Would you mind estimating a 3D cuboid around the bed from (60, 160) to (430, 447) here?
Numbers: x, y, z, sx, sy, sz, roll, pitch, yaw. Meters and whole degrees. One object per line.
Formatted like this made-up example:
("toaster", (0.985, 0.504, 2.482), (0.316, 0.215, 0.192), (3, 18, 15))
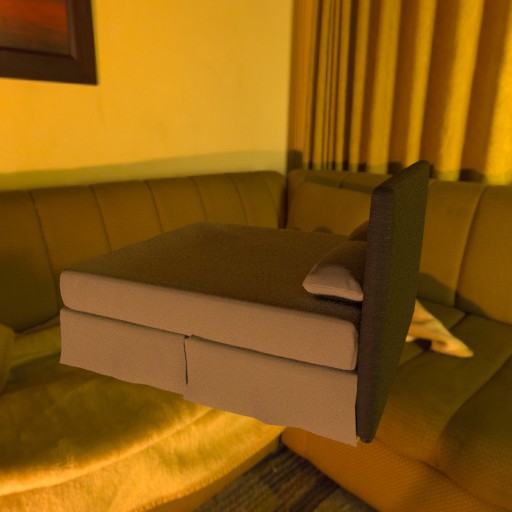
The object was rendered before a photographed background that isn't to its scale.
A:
("bed", (0.000, 0.000, 3.222), (2.142, 1.330, 1.884), (7, 18, 24))
